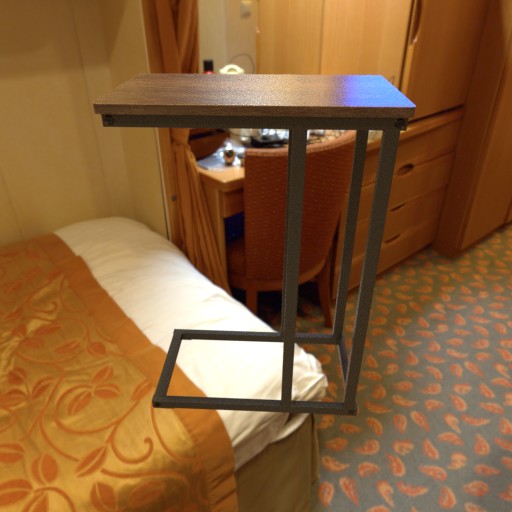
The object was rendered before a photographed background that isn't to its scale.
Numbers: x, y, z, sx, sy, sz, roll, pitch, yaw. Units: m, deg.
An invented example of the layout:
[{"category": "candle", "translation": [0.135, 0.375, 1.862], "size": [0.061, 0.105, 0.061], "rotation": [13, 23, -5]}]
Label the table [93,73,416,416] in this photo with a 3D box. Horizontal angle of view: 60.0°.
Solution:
[{"category": "table", "translation": [0.000, 0.000, 0.882], "size": [0.450, 0.637, 0.254], "rotation": [1, 31, 2]}]
